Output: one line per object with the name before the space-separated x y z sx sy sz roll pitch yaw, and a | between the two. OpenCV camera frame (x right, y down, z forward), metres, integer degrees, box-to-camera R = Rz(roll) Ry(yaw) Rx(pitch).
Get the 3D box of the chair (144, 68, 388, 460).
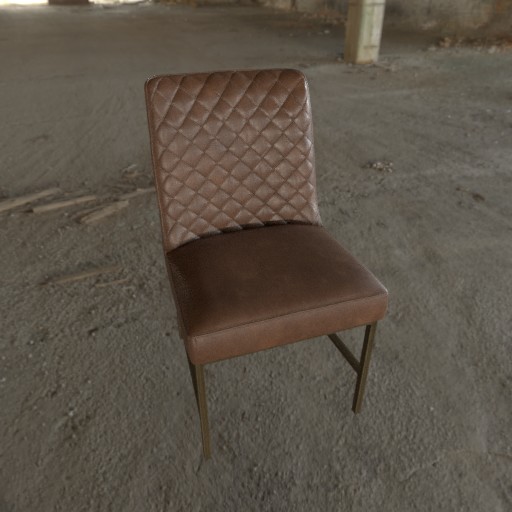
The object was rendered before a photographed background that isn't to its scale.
chair | 0.000 0.000 1.245 0.508 0.889 0.587 -10 34 -16
